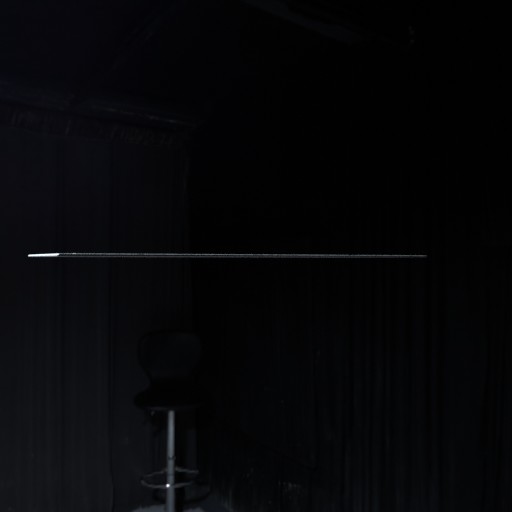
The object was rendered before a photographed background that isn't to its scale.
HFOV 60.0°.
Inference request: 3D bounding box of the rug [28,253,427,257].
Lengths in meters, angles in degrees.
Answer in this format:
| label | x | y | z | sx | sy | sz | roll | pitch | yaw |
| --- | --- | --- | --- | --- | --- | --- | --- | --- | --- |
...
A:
| label | x | y | z | sx | sy | sz | roll | pitch | yaw |
| --- | --- | --- | --- | --- | --- | --- | --- | --- | --- |
| rug | 0.000 | 0.000 | 2.742 | 2.430 | 0.012 | 0.759 | 0 | 0 | -35 |
